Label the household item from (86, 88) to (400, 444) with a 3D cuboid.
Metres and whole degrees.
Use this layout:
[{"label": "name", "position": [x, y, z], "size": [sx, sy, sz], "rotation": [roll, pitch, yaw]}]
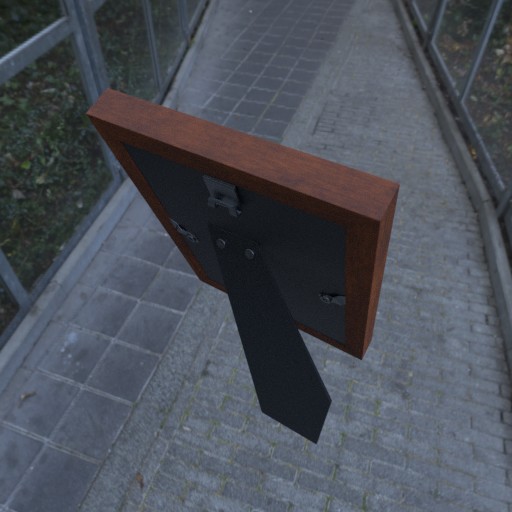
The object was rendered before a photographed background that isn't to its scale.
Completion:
[{"label": "household item", "position": [0.000, 0.000, 0.290], "size": [0.160, 0.204, 0.096], "rotation": [24, 50, 22]}]
